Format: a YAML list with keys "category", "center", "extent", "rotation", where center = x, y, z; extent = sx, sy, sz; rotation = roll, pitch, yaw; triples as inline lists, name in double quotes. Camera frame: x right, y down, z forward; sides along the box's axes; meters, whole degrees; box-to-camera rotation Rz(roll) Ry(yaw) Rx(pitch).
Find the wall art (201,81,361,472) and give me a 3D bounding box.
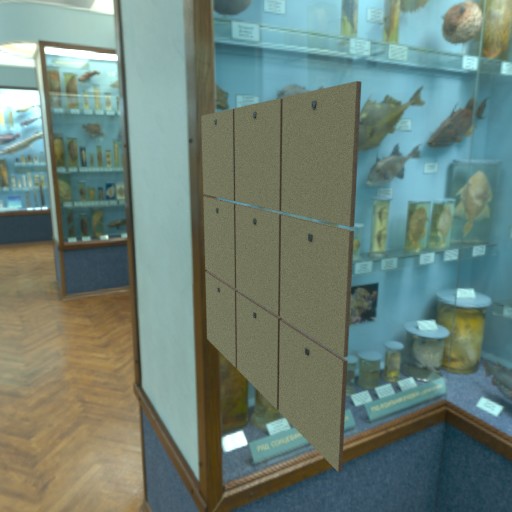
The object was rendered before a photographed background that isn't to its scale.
- category: "wall art"
  center: [0.000, 0.000, 1.383]
  extent: [0.018, 0.904, 0.906]
  rotation: [-6, 14, -26]
